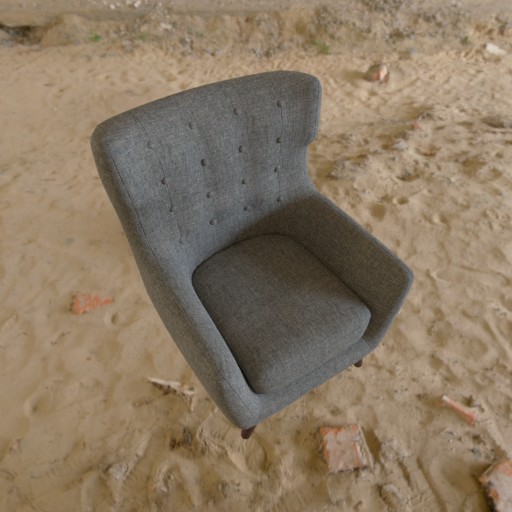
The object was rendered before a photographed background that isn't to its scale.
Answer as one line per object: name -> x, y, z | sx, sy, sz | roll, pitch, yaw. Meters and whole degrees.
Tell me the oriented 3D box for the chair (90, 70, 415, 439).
chair -> 0.000, 0.000, 1.745 | 0.878, 1.063, 0.904 | -25, 51, -22
